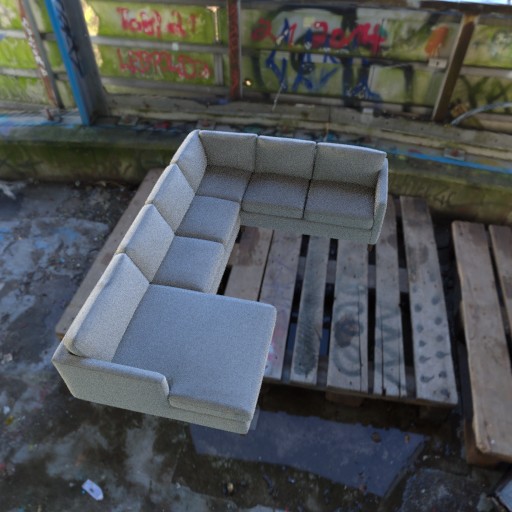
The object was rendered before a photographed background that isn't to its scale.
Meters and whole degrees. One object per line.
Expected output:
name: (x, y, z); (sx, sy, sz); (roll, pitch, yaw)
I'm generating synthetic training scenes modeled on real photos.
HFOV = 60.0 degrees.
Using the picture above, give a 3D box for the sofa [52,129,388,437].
sofa: (0.000, 0.000, 4.612); (2.593, 0.959, 3.460); (9, 47, 9)
